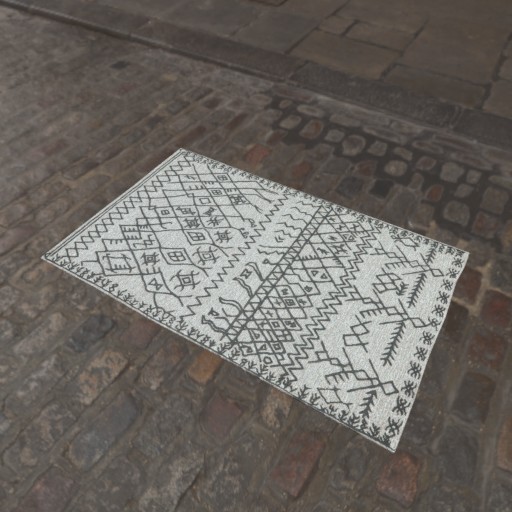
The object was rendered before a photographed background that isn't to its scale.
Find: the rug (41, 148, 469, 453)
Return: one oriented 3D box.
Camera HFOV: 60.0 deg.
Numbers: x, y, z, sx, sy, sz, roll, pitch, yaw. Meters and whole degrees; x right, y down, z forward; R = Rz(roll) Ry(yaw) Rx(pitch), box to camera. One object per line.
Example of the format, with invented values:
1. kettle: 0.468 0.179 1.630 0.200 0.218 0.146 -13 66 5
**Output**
1. rug: 0.000 0.000 4.653 3.824 0.019 2.393 24 51 21
